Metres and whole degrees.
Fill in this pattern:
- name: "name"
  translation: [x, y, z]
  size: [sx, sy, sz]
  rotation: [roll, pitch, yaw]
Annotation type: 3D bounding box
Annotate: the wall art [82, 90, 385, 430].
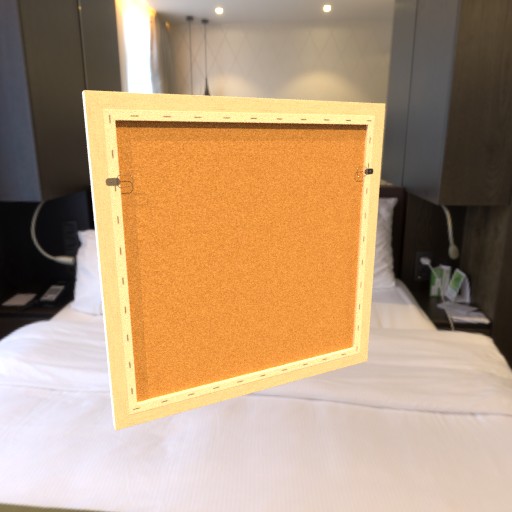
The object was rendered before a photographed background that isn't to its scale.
- name: "wall art"
  translation: [0.000, 0.000, 1.514]
  size: [1.016, 1.016, 0.045]
  rotation: [-7, 16, -26]
